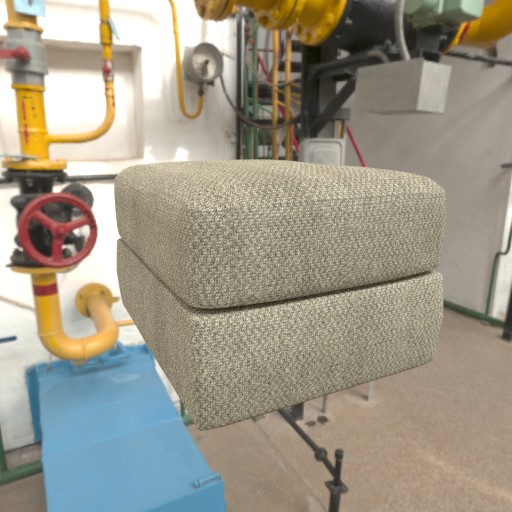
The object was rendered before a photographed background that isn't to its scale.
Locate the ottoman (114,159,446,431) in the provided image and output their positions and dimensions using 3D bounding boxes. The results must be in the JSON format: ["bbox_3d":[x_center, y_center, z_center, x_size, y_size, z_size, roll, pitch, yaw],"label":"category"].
[{"bbox_3d":[0.000,0.000,1.163,0.603,0.476,0.751,-7,17,-26],"label":"ottoman"}]
